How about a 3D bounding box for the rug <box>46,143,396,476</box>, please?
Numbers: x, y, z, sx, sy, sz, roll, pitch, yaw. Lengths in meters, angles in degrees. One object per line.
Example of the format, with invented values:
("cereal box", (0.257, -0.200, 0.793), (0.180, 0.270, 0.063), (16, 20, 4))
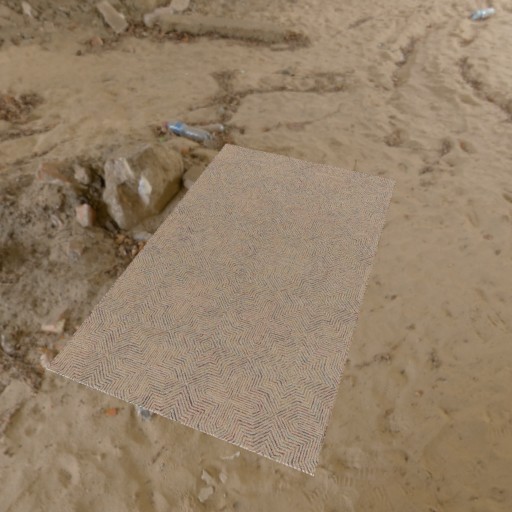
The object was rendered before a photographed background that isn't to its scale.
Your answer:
("rug", (0.000, 0.000, 3.014), (1.519, 0.007, 2.428), (16, 48, 15))
